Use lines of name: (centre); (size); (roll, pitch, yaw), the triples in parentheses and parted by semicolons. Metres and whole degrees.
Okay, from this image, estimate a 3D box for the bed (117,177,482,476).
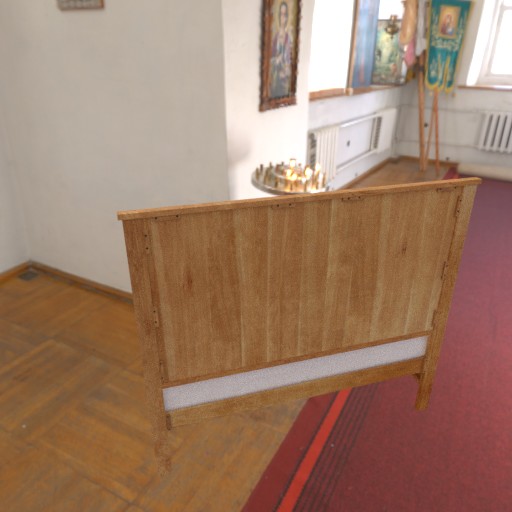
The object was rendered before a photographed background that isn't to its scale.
bed: (0.000, 0.000, 4.028); (2.225, 1.938, 2.530); (-8, 27, -15)
